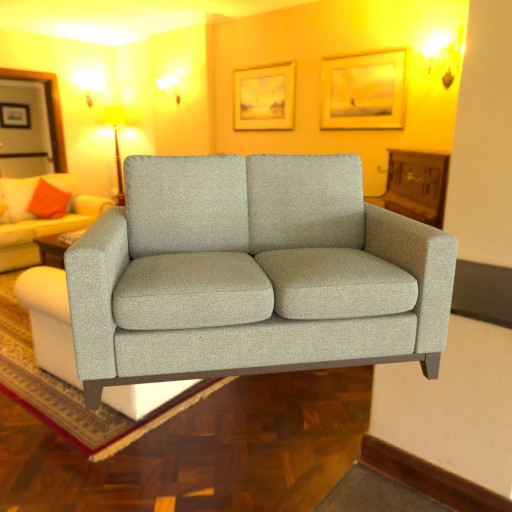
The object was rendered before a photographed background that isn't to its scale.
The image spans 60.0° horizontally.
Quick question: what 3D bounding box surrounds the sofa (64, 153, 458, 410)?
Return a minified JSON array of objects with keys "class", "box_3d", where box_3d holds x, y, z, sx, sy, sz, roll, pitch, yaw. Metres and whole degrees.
[{"class":"sofa","box_3d":[0.000,0.000,1.993,1.420,0.873,0.917,-2,15,-9]}]
